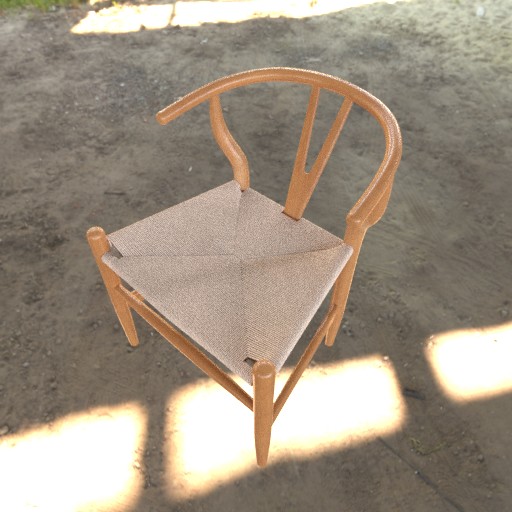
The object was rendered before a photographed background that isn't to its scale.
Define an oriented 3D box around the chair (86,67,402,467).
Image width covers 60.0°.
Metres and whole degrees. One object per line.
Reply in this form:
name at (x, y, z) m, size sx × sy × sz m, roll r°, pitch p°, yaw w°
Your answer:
chair at (0.000, 0.000, 1.121) m, size 0.569 × 0.730 × 0.579 m, roll 33°, pitch 55°, yaw 28°
